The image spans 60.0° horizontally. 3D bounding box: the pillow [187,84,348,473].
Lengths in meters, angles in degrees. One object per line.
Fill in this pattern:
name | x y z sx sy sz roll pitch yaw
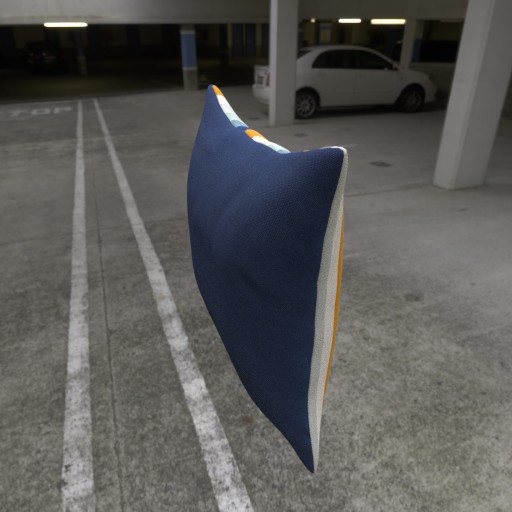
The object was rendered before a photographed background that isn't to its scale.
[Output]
pillow | 0.000 0.000 0.698 0.173 0.454 0.463 -10 30 -18
